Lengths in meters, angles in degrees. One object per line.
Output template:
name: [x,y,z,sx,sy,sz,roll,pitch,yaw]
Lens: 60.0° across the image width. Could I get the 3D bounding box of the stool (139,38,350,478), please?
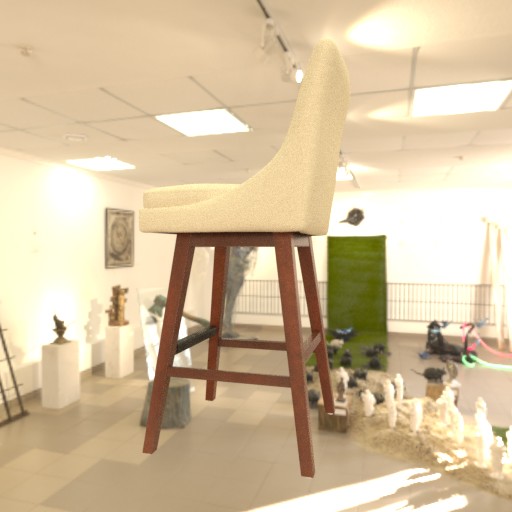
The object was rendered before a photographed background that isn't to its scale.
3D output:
stool: [0.000,0.000,1.370,0.559,1.097,0.470,0,1,17]
